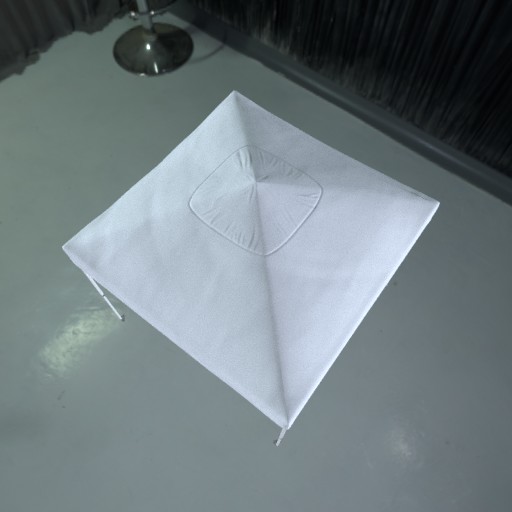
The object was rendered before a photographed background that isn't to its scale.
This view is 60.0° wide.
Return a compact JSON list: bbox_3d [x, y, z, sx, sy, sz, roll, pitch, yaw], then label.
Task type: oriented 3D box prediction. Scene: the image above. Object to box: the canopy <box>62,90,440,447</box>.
[{"bbox_3d":[0.000,0.000,5.528,2.998,2.997,2.996,34,67,16],"label":"canopy"}]
